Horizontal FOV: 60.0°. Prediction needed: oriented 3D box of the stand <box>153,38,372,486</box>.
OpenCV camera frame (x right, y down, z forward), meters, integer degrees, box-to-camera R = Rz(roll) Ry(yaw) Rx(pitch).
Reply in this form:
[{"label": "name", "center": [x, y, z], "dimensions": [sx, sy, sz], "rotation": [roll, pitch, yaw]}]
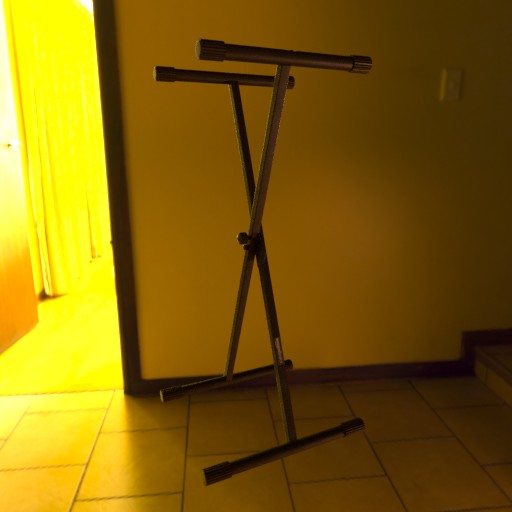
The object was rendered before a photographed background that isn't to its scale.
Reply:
[{"label": "stand", "center": [0.000, 0.000, 1.152], "dimensions": [0.449, 0.940, 0.409], "rotation": [-7, 16, -25]}]
